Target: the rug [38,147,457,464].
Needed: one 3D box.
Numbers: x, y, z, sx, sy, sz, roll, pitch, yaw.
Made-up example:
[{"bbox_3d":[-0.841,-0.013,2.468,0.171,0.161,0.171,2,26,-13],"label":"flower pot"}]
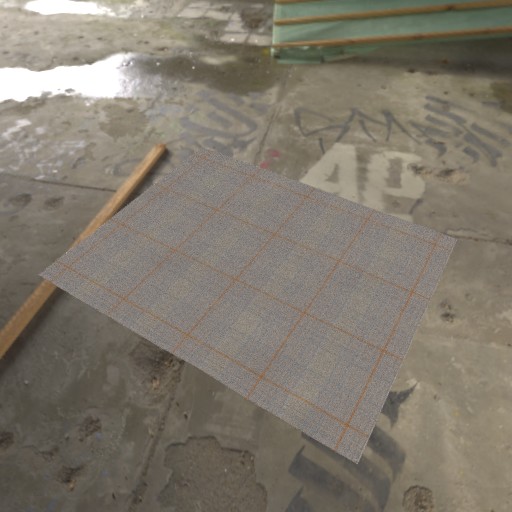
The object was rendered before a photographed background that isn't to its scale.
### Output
[{"bbox_3d":[0.000,0.000,4.102,3.051,0.021,2.448,24,51,22],"label":"rug"}]
